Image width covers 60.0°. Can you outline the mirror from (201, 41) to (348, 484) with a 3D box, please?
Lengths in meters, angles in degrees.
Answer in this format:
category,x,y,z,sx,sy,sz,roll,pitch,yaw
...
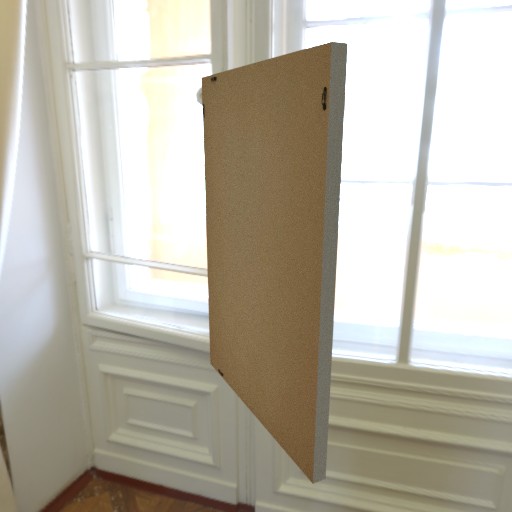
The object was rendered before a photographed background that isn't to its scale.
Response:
category,x,y,z,sx,sy,sz,roll,pitch,yaw
mirror,0.000,0.000,1.143,0.040,0.915,0.609,-8,18,-27
